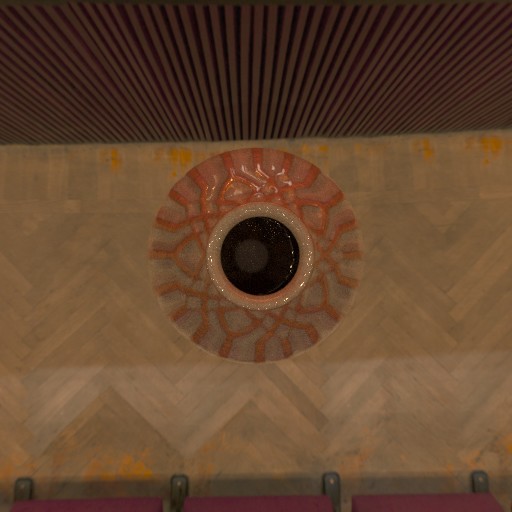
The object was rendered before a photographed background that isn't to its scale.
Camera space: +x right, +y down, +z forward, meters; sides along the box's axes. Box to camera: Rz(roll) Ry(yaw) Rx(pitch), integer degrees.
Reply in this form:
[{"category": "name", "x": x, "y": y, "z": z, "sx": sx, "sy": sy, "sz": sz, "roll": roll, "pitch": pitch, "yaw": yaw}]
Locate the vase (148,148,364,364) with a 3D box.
[{"category": "vase", "x": 0.000, "y": 0.000, "z": 0.264, "sx": 0.131, "sy": 0.175, "sz": 0.131, "roll": 0, "pitch": 90, "yaw": -1}]
